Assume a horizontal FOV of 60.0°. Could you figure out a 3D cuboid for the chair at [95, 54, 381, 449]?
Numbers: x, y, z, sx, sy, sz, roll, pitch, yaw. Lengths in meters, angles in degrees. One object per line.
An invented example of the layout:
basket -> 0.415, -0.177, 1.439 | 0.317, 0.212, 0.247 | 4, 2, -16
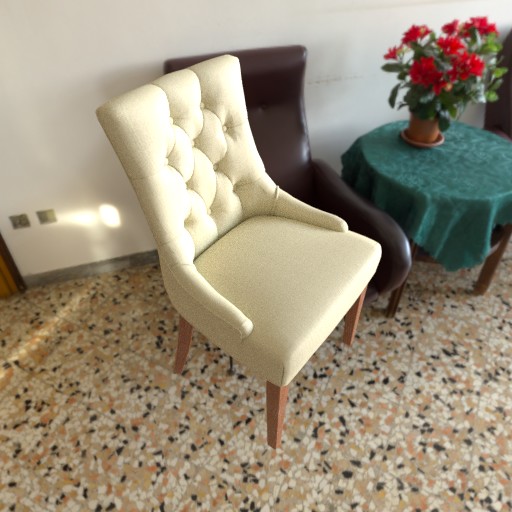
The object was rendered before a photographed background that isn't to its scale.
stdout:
chair -> 0.000, 0.000, 1.214 | 0.565, 0.874, 0.509 | 26, 48, 26
